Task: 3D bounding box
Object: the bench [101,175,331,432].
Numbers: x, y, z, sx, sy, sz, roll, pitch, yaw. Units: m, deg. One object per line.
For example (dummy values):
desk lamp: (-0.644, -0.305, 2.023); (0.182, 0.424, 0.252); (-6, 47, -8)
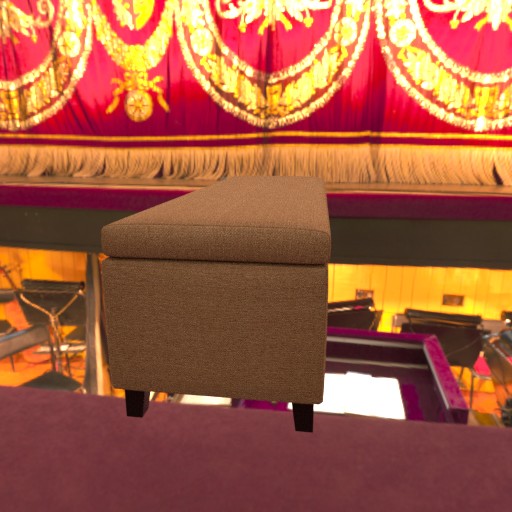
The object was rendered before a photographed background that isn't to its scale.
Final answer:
bench: (0.000, 0.000, 1.457); (0.446, 0.438, 1.269); (2, 14, 8)
